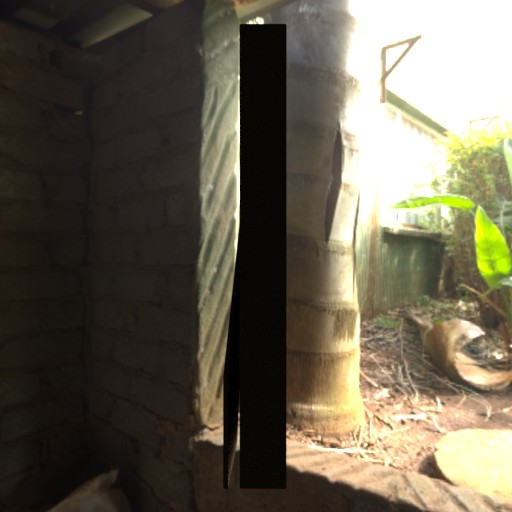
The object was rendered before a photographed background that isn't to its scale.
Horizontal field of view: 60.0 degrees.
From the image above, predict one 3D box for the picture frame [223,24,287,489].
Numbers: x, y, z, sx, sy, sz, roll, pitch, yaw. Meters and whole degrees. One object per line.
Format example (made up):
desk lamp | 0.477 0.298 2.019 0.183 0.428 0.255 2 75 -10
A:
picture frame | 0.000 0.000 0.276 0.028 0.208 0.157 0 0 0
